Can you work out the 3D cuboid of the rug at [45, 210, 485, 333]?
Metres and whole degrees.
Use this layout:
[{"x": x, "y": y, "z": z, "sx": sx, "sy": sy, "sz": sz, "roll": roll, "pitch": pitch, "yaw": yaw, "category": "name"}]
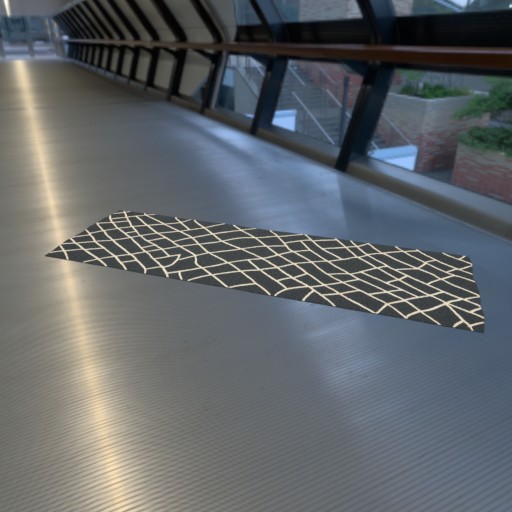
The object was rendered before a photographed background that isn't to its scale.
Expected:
[{"x": 0.000, "y": 0.000, "z": 2.685, "sx": 2.476, "sy": 0.010, "sz": 0.807, "roll": 9, "pitch": 28, "yaw": 16, "category": "rug"}]
